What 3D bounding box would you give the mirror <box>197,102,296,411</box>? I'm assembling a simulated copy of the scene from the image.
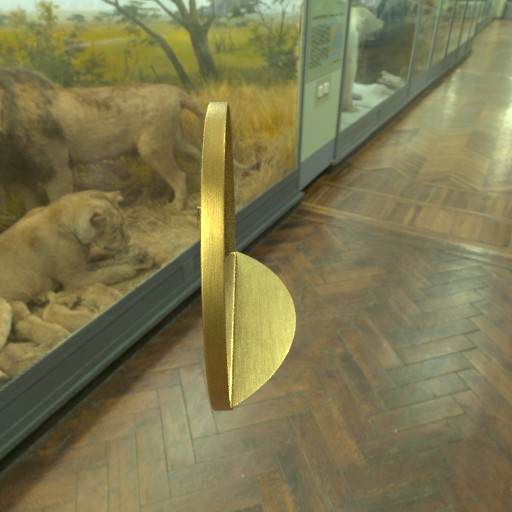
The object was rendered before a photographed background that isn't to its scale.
[{"bbox_3d":[0.000,0.000,0.696,0.133,0.457,0.457,-1,32,-1],"label":"mirror"}]
